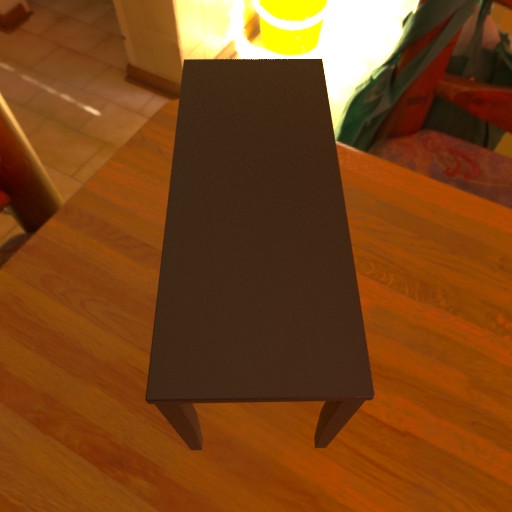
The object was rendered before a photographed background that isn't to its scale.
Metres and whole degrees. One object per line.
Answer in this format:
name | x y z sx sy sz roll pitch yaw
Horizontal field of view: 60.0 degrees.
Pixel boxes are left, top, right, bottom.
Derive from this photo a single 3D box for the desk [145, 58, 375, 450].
desk | 0.000 0.000 1.625 0.508 0.775 1.220 -1 58 0
